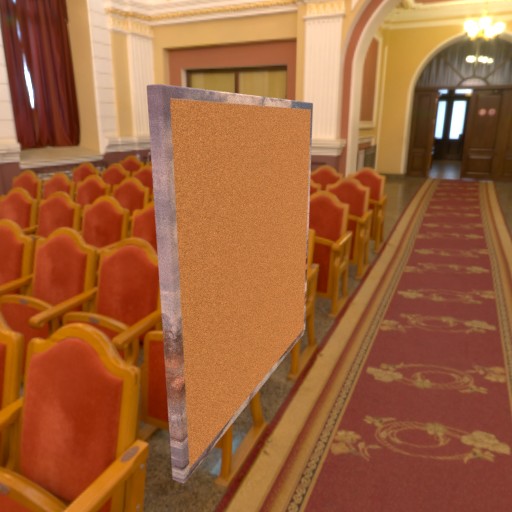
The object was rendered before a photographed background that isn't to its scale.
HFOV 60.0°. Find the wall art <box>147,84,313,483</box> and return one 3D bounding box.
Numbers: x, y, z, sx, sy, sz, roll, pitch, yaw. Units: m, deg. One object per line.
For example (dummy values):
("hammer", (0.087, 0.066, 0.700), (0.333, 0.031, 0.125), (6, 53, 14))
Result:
("wall art", (0.000, 0.000, 1.506), (0.040, 1.020, 1.010), (8, 18, 24))
